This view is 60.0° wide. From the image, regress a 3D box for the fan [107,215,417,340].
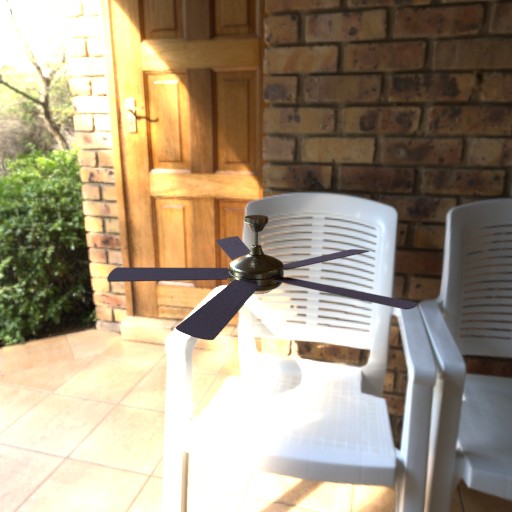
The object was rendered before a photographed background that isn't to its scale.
[{"bbox_3d":[0.000,0.000,2.003,1.321,0.356,1.321,2,16,9],"label":"fan"}]
